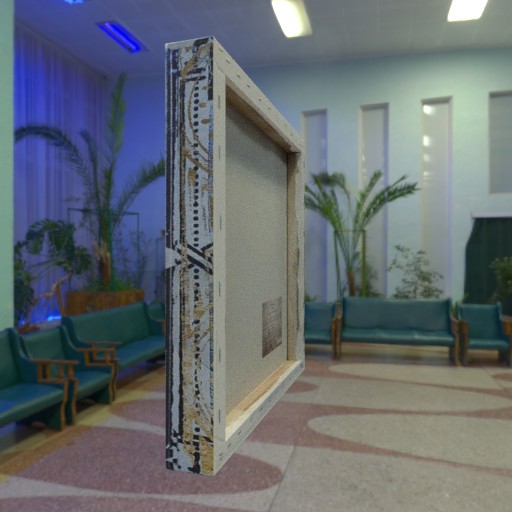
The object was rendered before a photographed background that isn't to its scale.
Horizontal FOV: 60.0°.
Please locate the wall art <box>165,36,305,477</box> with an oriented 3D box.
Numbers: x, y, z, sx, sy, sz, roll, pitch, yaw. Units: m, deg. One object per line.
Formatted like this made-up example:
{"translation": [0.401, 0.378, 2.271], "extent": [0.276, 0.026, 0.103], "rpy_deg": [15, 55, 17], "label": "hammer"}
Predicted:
{"translation": [0.000, 0.000, 0.455], "extent": [0.038, 0.306, 0.302], "rpy_deg": [0, 0, 18], "label": "wall art"}
